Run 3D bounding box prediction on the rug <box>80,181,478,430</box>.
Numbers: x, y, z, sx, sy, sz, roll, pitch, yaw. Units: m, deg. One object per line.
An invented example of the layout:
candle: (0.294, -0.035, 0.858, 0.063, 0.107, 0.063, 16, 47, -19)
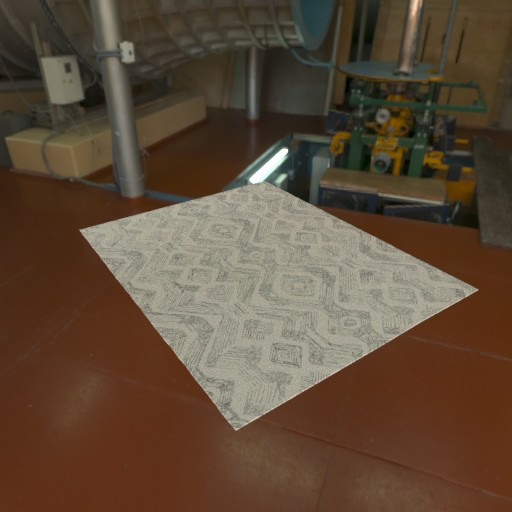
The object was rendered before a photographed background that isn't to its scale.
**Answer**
rug: (0.000, 0.000, 4.194, 2.430, 0.030, 3.054, -20, 36, -30)
